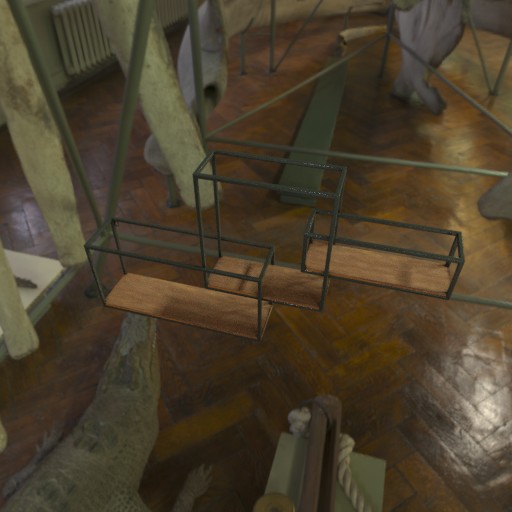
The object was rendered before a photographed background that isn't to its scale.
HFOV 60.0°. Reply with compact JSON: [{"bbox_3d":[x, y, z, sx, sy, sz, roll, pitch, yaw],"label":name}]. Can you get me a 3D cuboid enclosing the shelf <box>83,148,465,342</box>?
[{"bbox_3d":[0.000,0.000,2.186,1.781,0.972,0.275,11,42,12],"label":"shelf"}]
